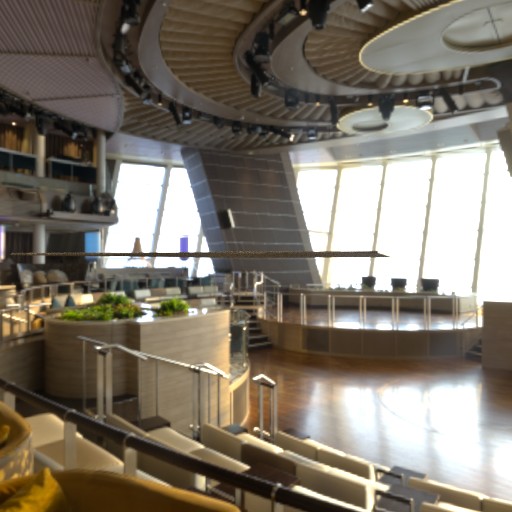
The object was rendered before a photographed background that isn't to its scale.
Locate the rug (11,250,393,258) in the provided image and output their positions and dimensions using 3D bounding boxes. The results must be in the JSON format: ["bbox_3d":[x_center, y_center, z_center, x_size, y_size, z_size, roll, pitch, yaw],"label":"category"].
[{"bbox_3d":[0.000,0.000,4.247,2.438,0.013,3.353,0,-1,18],"label":"rug"}]
